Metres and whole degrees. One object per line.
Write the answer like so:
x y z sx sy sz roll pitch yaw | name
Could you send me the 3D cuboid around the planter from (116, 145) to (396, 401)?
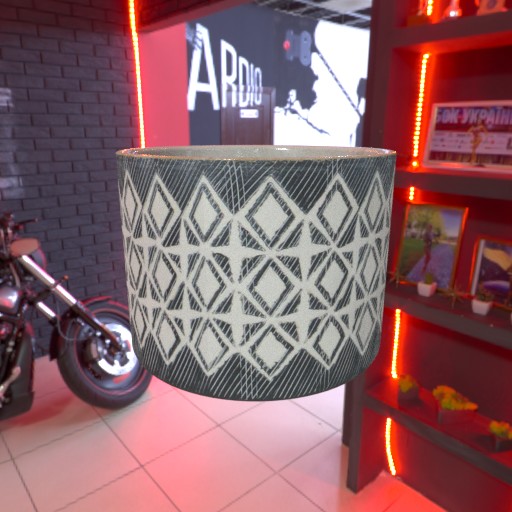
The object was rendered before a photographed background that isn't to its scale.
0.000 0.000 0.223 0.126 0.104 0.126 0 16 0 | planter
